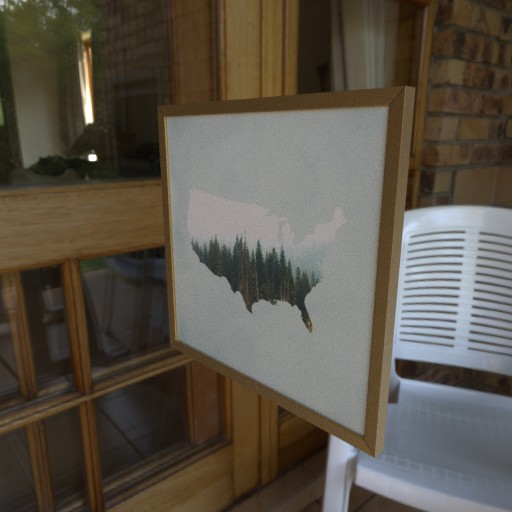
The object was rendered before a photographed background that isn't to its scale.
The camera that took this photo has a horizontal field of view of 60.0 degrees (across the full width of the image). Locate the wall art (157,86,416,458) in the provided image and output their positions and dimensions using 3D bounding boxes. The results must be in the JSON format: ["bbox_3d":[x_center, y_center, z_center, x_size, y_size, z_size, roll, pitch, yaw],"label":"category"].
[{"bbox_3d":[0.000,0.000,1.137,0.762,0.762,0.038,14,21,42],"label":"wall art"}]
